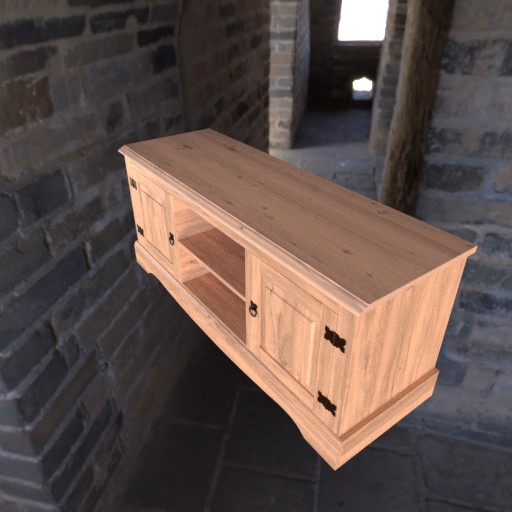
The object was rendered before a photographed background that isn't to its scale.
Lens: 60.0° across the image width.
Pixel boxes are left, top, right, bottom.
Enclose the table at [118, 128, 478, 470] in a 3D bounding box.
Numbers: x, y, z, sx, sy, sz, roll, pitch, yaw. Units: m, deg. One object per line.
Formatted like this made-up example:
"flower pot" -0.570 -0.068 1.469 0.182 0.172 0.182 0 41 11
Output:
"table" 0.000 0.000 1.478 0.400 0.510 1.200 -21 38 -30
